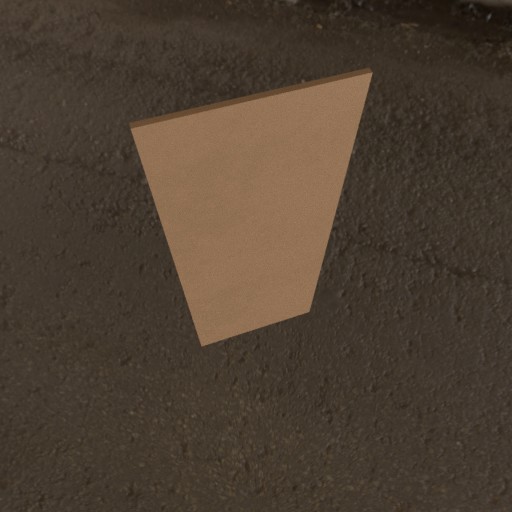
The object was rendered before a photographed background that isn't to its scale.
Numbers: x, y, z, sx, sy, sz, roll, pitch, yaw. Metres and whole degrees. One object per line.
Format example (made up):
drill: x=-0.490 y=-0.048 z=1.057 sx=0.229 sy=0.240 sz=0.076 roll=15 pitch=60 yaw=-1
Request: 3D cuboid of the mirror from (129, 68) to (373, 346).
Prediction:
mirror: x=0.000 y=0.000 z=2.296 sx=0.812 sy=2.031 sz=0.026 roll=-16 pitch=61 yaw=-9
